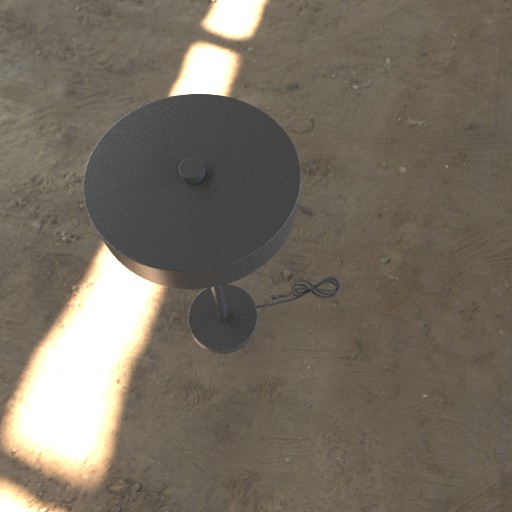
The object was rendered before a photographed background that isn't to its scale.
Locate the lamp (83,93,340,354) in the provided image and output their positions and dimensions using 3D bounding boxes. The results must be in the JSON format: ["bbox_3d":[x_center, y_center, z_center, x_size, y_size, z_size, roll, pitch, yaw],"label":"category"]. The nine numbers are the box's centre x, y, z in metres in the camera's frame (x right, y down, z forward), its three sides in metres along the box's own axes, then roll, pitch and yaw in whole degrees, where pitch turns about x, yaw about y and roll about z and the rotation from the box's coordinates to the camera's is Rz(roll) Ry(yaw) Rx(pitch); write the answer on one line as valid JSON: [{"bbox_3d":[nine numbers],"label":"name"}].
[{"bbox_3d":[0.000,0.000,0.697,0.369,0.508,0.229,-17,65,-8],"label":"lamp"}]
